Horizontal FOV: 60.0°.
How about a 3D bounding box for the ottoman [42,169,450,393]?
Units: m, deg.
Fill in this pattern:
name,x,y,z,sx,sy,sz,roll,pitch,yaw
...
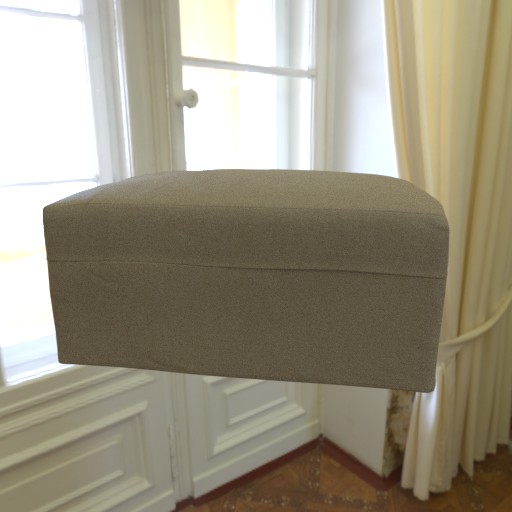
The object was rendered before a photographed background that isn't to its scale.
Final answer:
name,x,y,z,sx,sy,sz,roll,pitch,yaw
ottoman,0.000,0.000,1.199,0.872,0.444,0.590,2,16,8
